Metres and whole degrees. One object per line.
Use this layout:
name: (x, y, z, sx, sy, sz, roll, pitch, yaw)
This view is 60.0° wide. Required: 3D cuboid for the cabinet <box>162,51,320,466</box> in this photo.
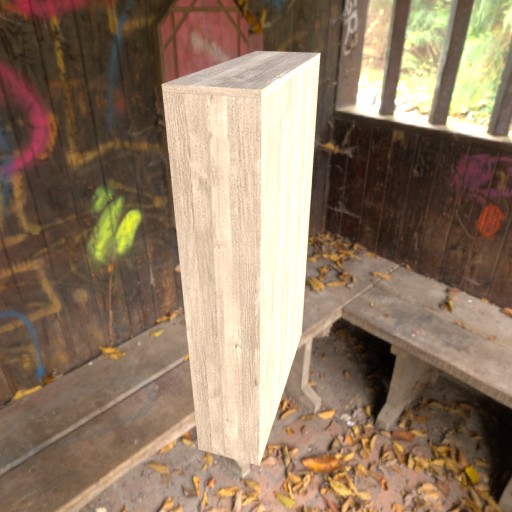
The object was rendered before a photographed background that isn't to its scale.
cabinet: (0.000, 0.000, 1.606, 0.250, 1.280, 0.750, 9, 31, 14)
